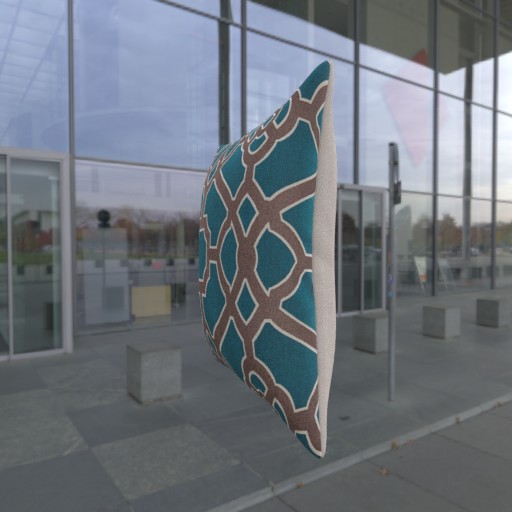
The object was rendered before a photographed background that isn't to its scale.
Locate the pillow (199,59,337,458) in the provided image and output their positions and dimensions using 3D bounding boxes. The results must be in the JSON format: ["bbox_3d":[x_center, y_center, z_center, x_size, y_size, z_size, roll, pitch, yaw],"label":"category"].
[{"bbox_3d":[0.000,0.000,0.806,0.166,0.507,0.526,-1,2,-20],"label":"pillow"}]
